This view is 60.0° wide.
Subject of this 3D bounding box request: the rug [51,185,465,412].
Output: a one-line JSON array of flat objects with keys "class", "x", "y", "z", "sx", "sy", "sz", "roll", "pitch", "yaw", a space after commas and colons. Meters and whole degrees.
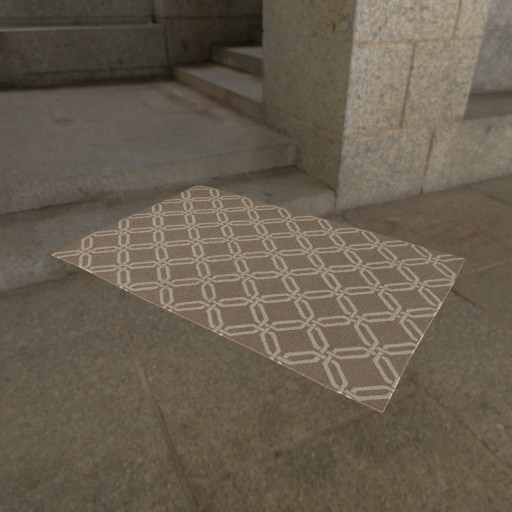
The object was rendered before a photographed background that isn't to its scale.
[{"class": "rug", "x": 0.000, "y": 0.000, "z": 2.213, "sx": 1.748, "sy": 0.010, "sz": 1.142, "roll": 19, "pitch": 36, "yaw": 29}]
